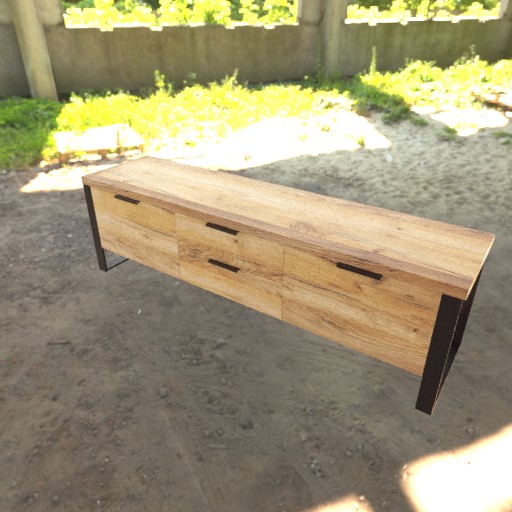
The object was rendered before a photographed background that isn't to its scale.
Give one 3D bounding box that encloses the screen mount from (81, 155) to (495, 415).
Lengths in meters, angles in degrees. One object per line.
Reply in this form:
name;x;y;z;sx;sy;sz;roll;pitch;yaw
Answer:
screen mount;0.000;0.000;1.713;1.524;0.450;0.395;18;34;30
